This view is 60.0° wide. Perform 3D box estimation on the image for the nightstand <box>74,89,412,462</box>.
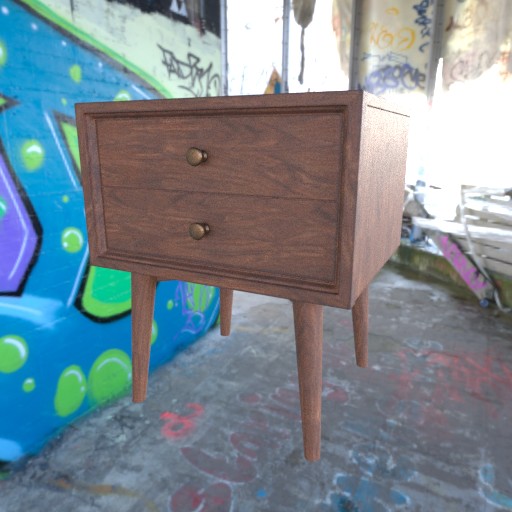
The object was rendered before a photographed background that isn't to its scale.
[{"bbox_3d":[0.000,0.000,0.943,0.521,0.607,0.445,7,17,26],"label":"nightstand"}]
